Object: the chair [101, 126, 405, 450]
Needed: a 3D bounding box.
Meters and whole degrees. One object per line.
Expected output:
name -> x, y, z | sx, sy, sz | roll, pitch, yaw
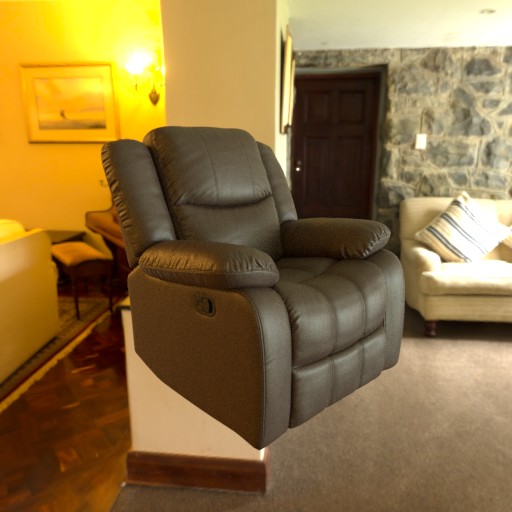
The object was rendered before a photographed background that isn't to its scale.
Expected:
chair -> 0.000, 0.000, 1.763 | 0.899, 1.009, 0.934 | -13, 18, -42
